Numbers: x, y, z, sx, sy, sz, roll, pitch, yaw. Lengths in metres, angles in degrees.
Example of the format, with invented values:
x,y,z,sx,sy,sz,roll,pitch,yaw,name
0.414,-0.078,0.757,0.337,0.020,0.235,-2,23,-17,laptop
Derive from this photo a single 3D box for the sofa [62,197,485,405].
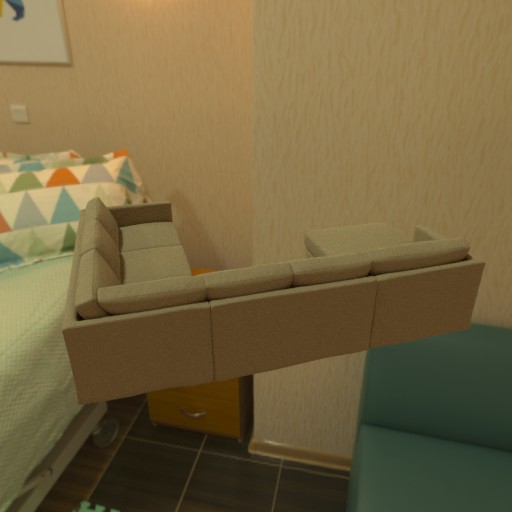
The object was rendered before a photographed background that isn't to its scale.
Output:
x,y,z,sx,sy,sz,roll,pitch,yaw,name
0.000,0.000,4.562,3.528,0.878,2.476,-8,27,-15,sofa
